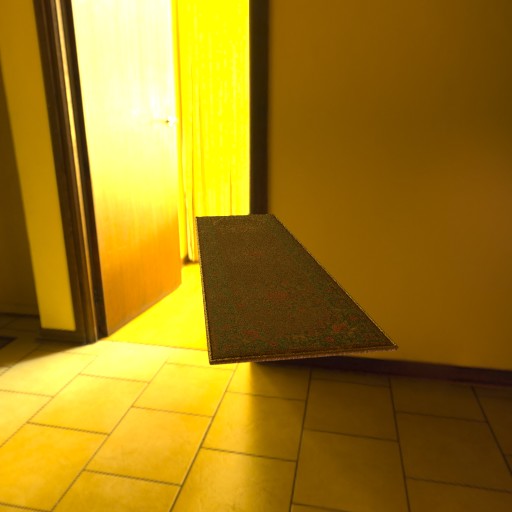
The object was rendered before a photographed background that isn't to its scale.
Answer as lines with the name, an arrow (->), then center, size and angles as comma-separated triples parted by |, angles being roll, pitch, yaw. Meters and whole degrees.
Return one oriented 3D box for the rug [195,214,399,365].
rug -> 0.000, 0.000, 2.568 | 0.659, 0.019, 2.297 | -3, 17, -8
